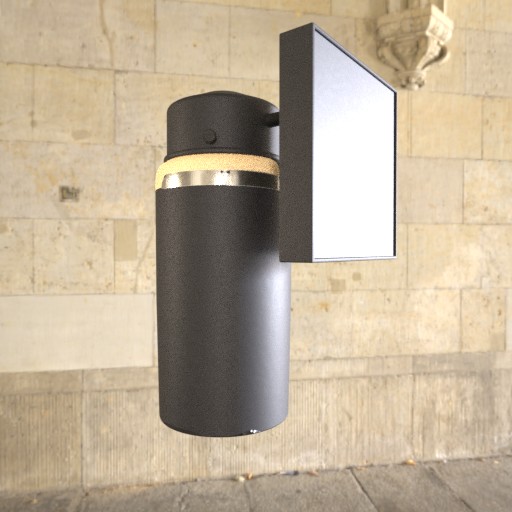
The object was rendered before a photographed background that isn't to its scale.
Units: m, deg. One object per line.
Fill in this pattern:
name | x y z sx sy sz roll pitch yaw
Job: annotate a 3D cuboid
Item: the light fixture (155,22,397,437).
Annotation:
light fixture | 0.000 0.000 0.345 0.176 0.257 0.130 1 1 37
